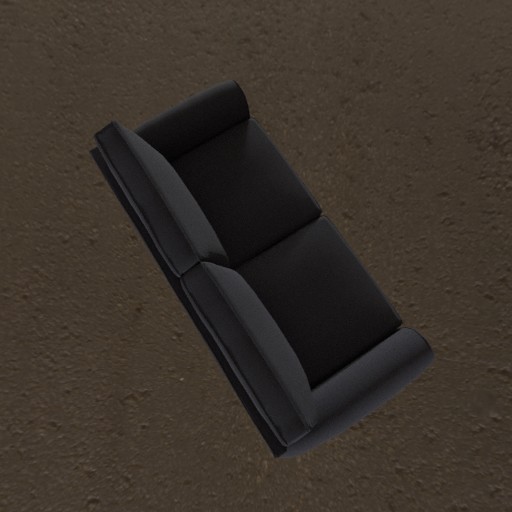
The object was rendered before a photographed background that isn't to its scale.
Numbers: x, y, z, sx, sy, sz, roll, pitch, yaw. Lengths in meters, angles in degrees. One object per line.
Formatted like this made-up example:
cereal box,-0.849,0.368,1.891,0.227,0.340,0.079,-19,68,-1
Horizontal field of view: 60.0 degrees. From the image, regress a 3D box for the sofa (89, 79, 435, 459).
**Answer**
sofa,0.000,0.000,2.494,0.951,1.031,2.009,-32,77,-8
